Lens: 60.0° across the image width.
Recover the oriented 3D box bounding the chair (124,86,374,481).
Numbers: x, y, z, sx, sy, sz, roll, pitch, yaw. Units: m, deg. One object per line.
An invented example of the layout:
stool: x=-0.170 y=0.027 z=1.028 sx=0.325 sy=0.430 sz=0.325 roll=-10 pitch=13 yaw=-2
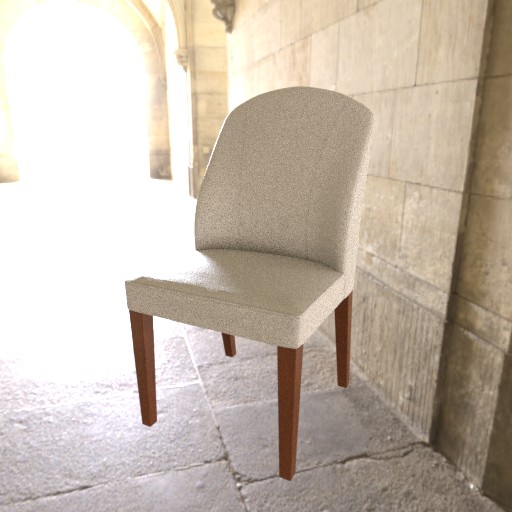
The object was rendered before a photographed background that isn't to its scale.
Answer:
chair: x=0.000 y=0.000 z=1.193 sx=0.472 sy=0.893 sz=0.540 roll=8 pitch=18 yaw=26
